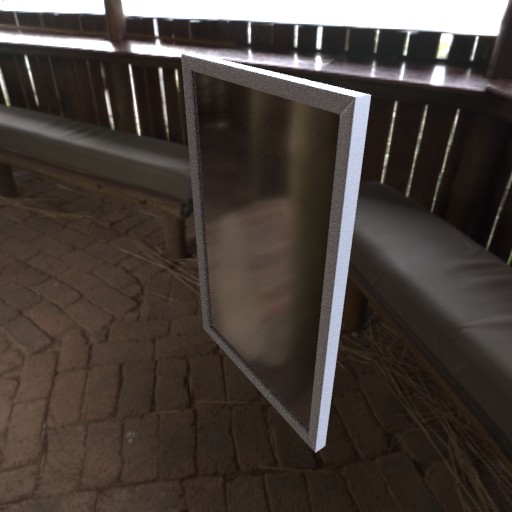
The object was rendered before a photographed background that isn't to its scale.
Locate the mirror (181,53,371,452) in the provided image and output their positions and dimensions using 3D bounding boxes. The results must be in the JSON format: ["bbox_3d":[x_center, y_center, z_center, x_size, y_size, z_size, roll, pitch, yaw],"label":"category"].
[{"bbox_3d":[0.000,0.000,1.166,0.041,0.914,0.609,-20,37,-29],"label":"mirror"}]
